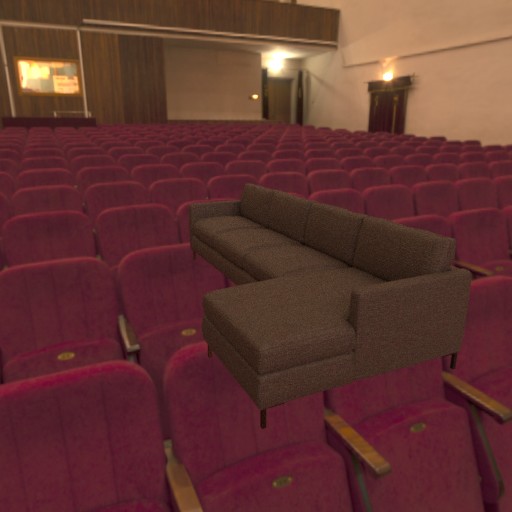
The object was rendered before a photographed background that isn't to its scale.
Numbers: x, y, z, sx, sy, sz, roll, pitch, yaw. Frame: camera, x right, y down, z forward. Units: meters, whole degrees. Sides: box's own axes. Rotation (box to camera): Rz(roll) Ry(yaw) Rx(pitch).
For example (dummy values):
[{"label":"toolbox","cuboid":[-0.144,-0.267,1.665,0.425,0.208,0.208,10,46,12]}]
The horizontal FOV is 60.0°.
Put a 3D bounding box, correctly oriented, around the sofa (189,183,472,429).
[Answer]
[{"label":"sofa","cuboid":[0.000,0.000,3.845,1.483,0.892,3.221,-7,18,-24]}]
